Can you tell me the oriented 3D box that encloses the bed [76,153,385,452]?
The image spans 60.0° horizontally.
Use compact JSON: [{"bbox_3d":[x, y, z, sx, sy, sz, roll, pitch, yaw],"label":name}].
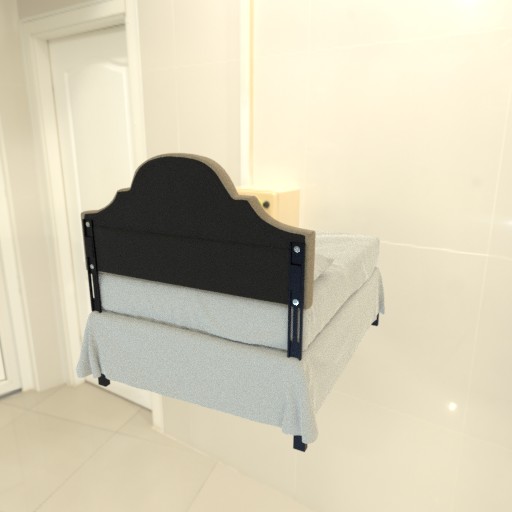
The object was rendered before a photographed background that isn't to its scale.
[{"bbox_3d":[0.000,0.000,3.476,1.780,1.634,2.222,7,17,26],"label":"bed"}]
